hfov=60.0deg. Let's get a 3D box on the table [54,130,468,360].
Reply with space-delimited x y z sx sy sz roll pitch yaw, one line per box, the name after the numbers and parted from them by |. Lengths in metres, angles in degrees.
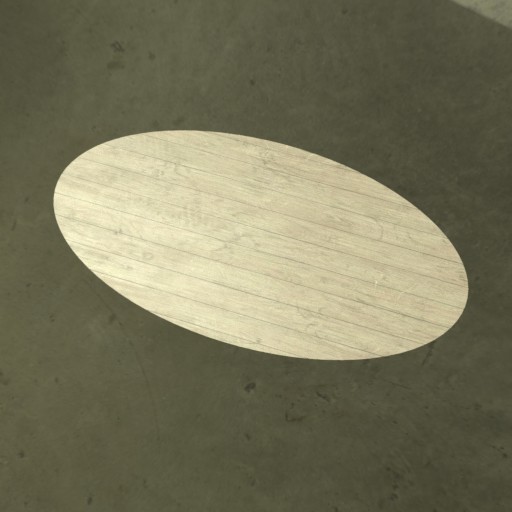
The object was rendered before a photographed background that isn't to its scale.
0.000 0.000 1.314 1.083 0.390 0.542 16 77 4 | table
